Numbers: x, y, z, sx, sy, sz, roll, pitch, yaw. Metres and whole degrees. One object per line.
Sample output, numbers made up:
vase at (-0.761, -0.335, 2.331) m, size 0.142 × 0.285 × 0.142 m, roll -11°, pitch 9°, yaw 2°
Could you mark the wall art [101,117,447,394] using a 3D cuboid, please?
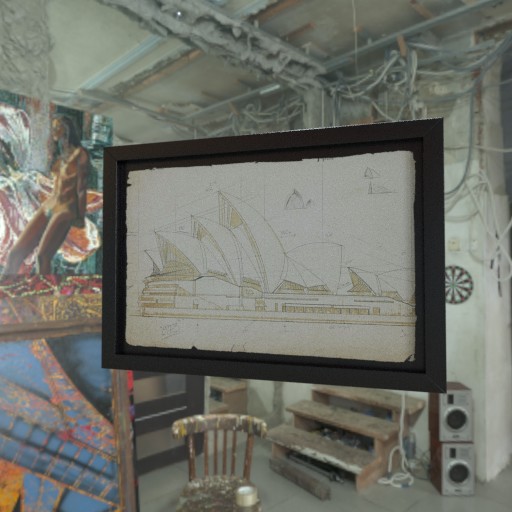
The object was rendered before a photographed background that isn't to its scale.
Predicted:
wall art at (0.000, 0.000, 0.558) m, size 0.440 × 0.306 × 0.013 m, roll 0°, pitch -2°, yaw 16°
